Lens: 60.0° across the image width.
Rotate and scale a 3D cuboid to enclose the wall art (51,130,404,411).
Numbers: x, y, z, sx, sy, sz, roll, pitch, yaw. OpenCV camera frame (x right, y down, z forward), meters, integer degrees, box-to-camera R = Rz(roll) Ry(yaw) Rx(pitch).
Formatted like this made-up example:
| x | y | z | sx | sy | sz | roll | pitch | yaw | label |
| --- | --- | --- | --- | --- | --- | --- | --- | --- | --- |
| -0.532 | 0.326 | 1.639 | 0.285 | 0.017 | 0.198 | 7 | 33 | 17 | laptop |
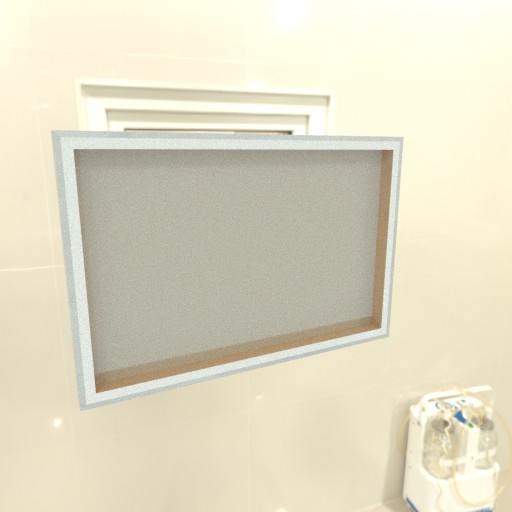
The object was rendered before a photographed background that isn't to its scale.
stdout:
| x | y | z | sx | sy | sz | roll | pitch | yaw | label |
| --- | --- | --- | --- | --- | --- | --- | --- | --- | --- |
| 0.000 | 0.000 | 0.770 | 0.609 | 0.407 | 0.038 | -7 | 15 | -26 | wall art |
